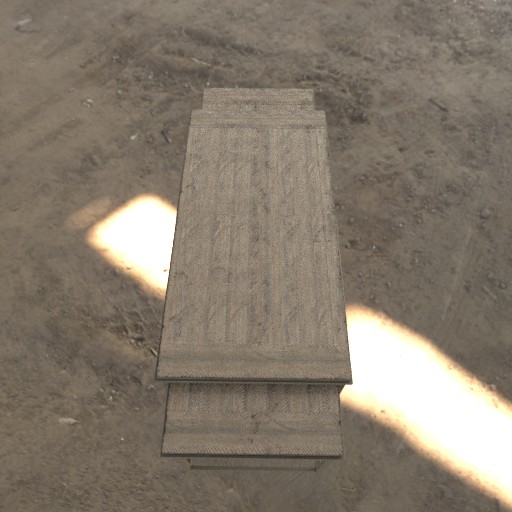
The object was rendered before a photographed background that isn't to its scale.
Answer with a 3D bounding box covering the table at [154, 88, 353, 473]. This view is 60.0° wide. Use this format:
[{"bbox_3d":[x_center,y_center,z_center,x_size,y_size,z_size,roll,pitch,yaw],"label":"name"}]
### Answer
[{"bbox_3d":[0.000,0.000,1.514,0.489,0.427,1.312,1,58,0],"label":"table"}]
